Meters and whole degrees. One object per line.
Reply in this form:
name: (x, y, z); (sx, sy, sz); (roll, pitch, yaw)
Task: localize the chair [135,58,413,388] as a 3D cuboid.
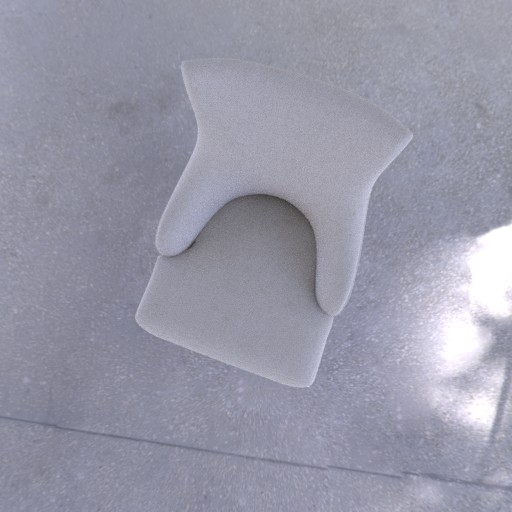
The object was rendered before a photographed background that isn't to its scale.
chair: (0.000, 0.000, 1.296); (0.566, 0.909, 0.629); (19, 76, 5)
